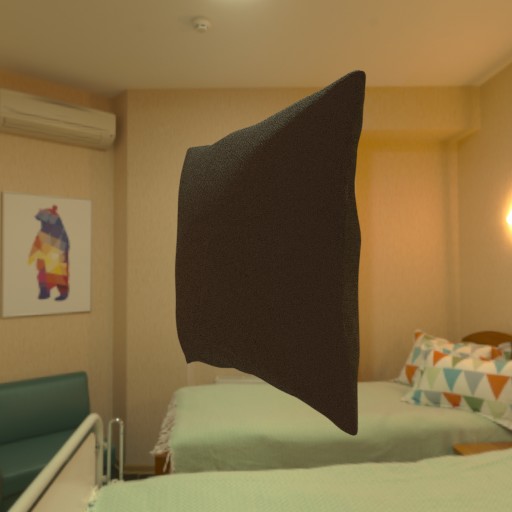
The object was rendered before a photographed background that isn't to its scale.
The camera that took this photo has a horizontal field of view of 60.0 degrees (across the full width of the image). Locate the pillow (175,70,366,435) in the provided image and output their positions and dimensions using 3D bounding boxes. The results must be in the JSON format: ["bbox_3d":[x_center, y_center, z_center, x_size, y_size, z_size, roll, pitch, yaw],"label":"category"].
[{"bbox_3d":[0.000,0.000,0.710,0.204,0.439,0.452,1,-1,-36],"label":"pillow"}]
